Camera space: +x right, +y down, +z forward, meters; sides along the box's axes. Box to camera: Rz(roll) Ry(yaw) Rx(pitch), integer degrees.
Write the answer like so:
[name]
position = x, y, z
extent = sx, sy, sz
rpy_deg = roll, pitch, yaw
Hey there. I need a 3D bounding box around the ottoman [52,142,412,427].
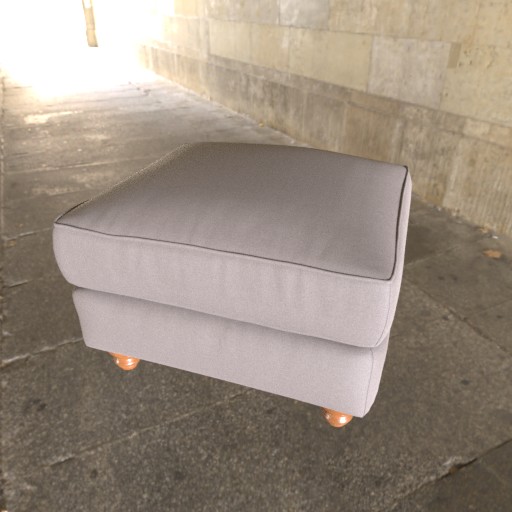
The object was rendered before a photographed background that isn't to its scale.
[ottoman]
position = 0.000, 0.000, 1.165
extent = 0.721, 0.505, 0.662
rpy_deg = 10, 32, 16
